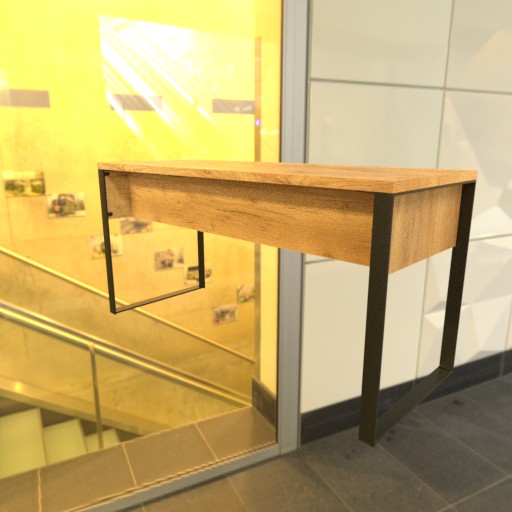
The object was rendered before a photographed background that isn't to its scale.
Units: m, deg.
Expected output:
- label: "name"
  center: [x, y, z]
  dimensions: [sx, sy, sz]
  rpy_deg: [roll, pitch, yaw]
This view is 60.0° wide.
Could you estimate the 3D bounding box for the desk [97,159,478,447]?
- label: "desk"
  center: [0.000, 0.000, 1.901]
  dimensions: [1.520, 0.760, 0.600]
  rpy_deg: [13, 19, 42]
